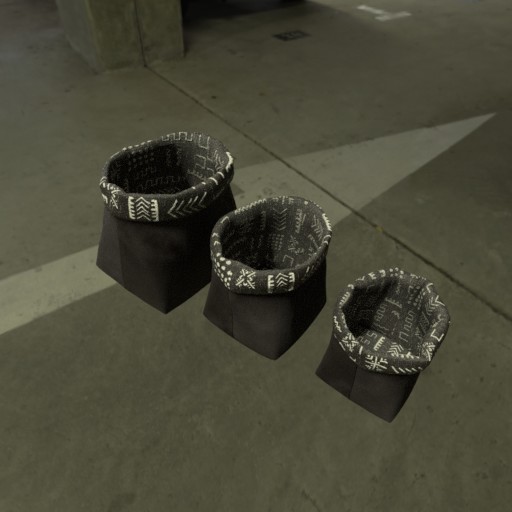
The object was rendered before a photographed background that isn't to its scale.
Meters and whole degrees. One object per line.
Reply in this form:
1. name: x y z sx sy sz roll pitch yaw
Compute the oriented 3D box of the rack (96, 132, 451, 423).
1. rack: 0.000 0.000 1.073 0.905 0.323 0.379 27 48 27
